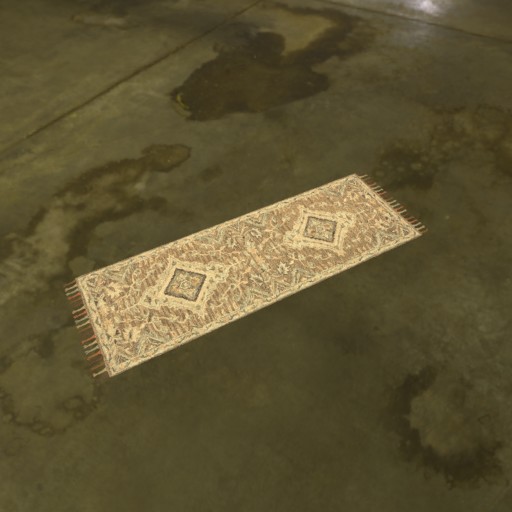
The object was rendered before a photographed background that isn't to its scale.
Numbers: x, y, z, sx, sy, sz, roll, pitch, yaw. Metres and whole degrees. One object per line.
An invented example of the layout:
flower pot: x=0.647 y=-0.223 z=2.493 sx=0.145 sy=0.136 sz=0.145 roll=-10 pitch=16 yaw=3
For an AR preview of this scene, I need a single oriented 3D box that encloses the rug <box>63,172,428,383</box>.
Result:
rug: x=0.000 y=0.000 z=2.837 sx=2.378 sy=0.018 sz=1.324 roll=-10 pitch=50 yaw=-8
